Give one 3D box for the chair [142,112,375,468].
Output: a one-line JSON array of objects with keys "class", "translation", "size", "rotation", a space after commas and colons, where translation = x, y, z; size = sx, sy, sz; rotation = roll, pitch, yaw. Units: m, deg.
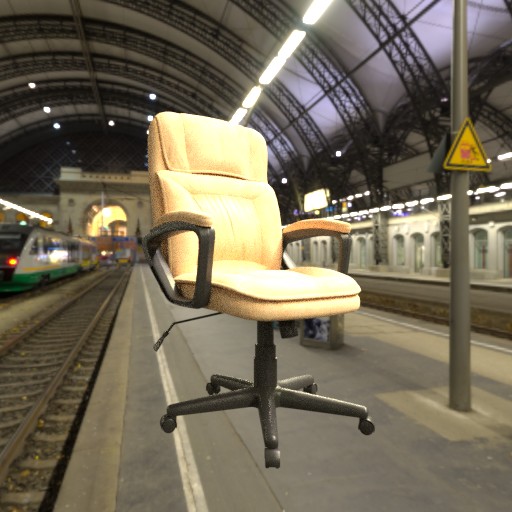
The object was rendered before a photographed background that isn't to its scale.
[{"class": "chair", "translation": [0.000, 0.000, 1.535], "size": [0.667, 1.105, 0.724], "rotation": [0, 0, -36]}]
